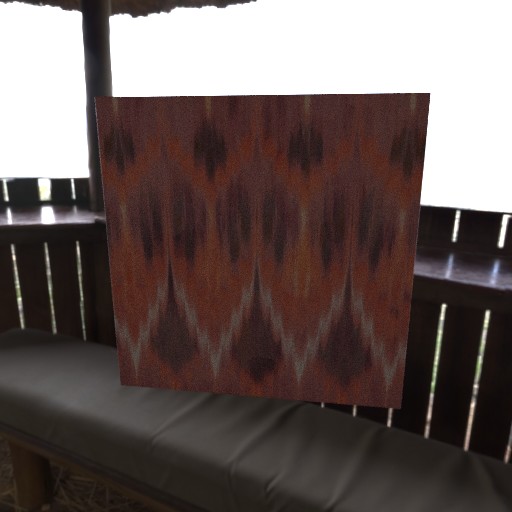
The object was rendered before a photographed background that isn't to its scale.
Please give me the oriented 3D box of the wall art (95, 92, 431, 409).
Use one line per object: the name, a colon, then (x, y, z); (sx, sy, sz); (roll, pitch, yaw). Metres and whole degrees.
wall art: (0.000, 0.000, 0.596); (0.403, 0.406, 0.038); (2, 15, 8)
